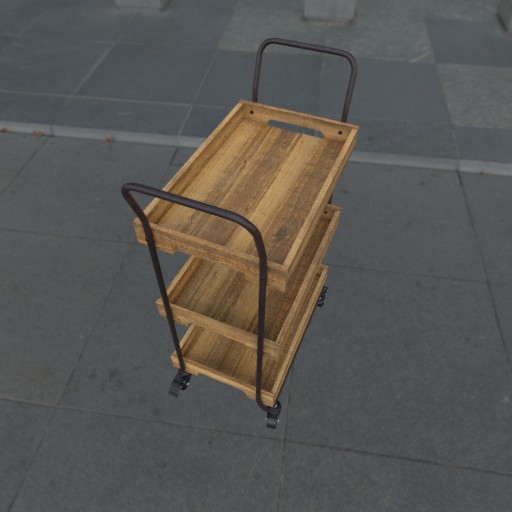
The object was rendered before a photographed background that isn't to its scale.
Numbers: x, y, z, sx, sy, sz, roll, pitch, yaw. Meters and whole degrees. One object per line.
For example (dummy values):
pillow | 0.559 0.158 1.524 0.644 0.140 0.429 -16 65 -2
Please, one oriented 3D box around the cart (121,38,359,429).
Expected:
cart | 0.000 0.000 1.149 0.339 0.857 0.583 18 51 15
